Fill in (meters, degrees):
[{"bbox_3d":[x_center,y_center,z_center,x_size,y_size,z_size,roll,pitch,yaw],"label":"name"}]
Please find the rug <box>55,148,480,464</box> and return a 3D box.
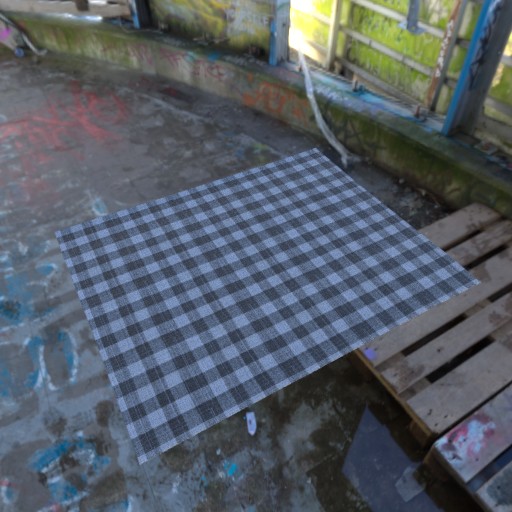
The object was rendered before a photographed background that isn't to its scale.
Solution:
[{"bbox_3d":[0.000,0.000,3.988,3.021,0.013,2.432,-22,49,-20],"label":"rug"}]
